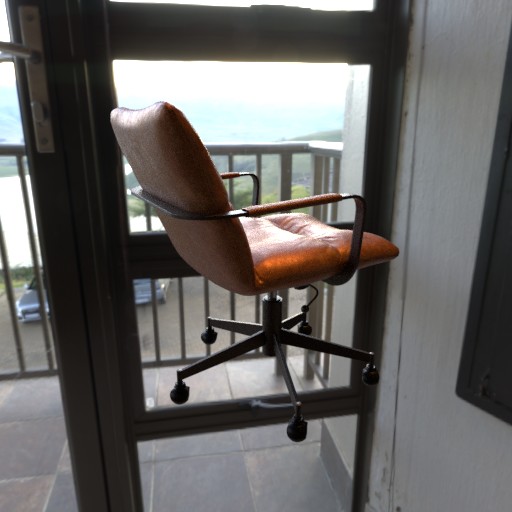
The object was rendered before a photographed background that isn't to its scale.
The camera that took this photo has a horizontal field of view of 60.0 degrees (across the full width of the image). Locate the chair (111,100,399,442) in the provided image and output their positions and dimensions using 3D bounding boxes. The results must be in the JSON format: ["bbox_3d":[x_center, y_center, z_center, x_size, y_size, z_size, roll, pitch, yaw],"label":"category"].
[{"bbox_3d":[0.000,0.000,1.440,0.754,0.922,0.727,-9,19,-27],"label":"chair"}]
